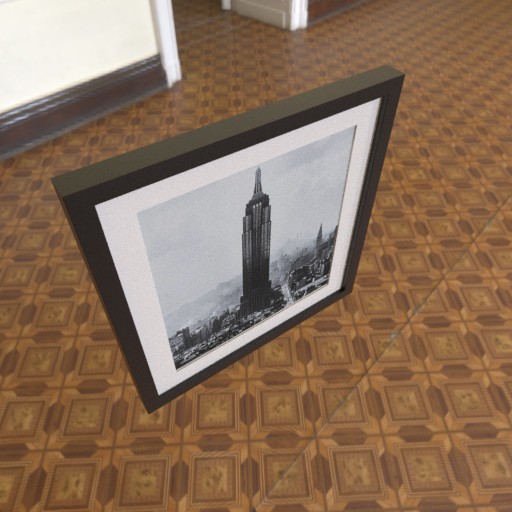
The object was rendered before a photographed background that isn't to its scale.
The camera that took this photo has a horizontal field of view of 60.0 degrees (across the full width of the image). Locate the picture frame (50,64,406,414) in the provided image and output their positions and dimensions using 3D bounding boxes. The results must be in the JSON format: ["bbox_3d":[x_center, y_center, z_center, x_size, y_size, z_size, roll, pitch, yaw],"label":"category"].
[{"bbox_3d":[0.000,0.000,0.520,0.355,0.353,0.029,-27,52,-23],"label":"picture frame"}]
